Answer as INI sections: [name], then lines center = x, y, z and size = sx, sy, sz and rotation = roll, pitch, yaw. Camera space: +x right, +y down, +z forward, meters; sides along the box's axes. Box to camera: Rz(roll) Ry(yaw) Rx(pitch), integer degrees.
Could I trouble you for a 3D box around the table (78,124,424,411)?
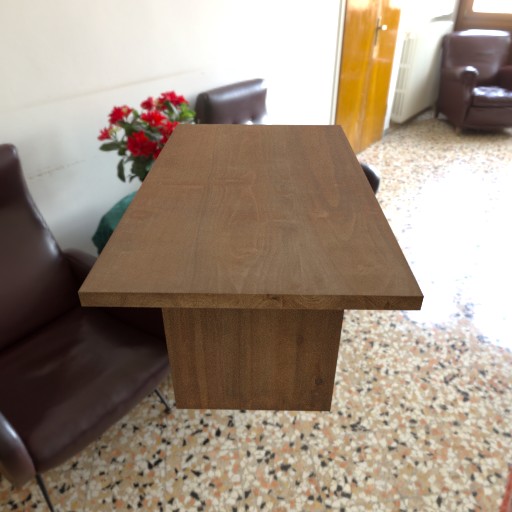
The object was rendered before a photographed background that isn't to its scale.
[table]
center = 0.000, 0.000, 2.096
size = 0.946, 0.780, 1.609
rotation = 1, 33, 1
